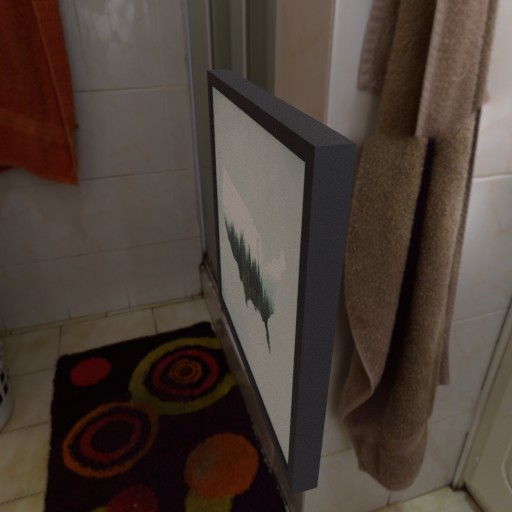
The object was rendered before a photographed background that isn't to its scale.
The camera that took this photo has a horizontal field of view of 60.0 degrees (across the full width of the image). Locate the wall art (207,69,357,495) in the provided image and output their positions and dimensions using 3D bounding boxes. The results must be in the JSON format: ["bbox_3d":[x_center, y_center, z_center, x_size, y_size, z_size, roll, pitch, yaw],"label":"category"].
[{"bbox_3d":[0.000,0.000,0.730,0.040,0.509,0.509,-8,31,-14],"label":"wall art"}]
